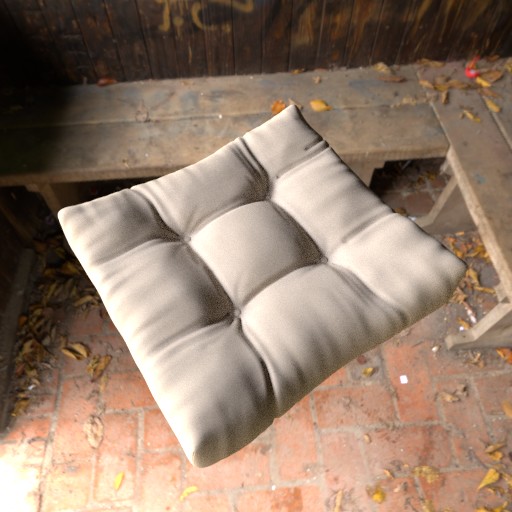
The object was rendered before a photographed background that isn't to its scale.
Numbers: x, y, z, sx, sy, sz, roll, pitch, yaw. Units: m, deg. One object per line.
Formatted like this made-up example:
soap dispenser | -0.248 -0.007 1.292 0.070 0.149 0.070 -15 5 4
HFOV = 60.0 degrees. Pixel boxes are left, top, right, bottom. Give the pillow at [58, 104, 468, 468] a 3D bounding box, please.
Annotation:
pillow | 0.000 0.000 0.727 0.490 0.128 0.468 -30 62 -17
